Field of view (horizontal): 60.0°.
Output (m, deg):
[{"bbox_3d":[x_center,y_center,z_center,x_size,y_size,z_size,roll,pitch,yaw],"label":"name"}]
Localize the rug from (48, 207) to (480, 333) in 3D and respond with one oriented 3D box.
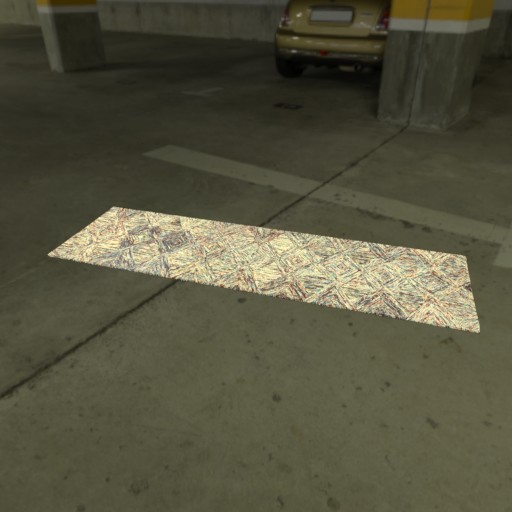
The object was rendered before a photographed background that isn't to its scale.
[{"bbox_3d":[0.000,0.000,2.529,2.292,0.015,0.688,9,32,14],"label":"rug"}]
